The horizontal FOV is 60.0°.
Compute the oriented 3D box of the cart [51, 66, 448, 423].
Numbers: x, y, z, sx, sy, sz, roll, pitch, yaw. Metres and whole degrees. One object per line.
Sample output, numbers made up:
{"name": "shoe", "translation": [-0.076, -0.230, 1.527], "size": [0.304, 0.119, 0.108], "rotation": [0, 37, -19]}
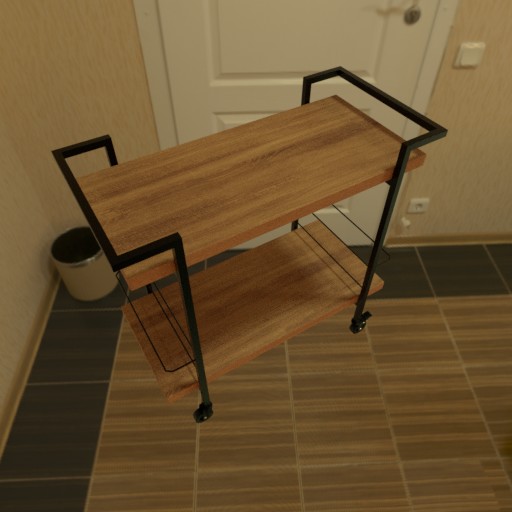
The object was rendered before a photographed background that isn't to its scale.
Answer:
{"name": "cart", "translation": [0.000, 0.000, 1.276], "size": [0.806, 0.762, 0.406], "rotation": [-24, 52, -21]}
